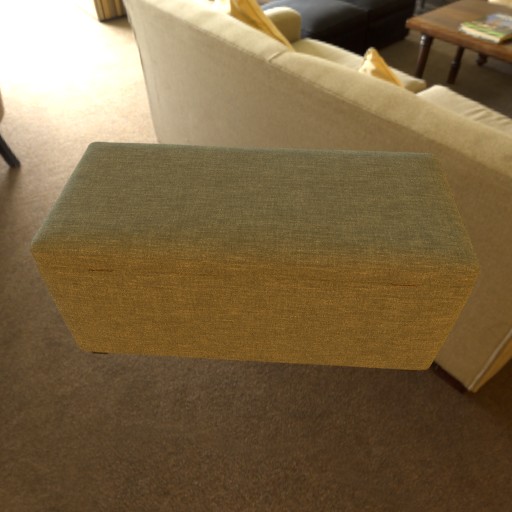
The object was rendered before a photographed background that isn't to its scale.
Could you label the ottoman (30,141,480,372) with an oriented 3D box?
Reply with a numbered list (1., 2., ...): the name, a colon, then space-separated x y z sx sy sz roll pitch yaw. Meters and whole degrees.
1. ottoman: 0.000 0.000 1.119 0.902 0.432 0.419 3 46 3
